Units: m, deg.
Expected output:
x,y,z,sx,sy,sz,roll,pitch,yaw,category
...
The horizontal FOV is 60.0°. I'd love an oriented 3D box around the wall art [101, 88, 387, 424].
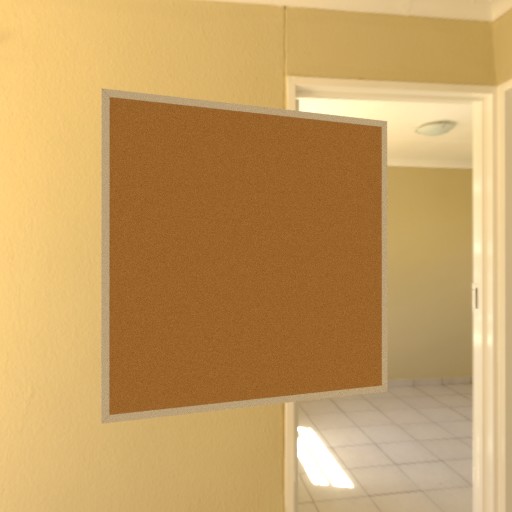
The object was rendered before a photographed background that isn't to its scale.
x,y,z,sx,sy,sz,roll,pitch,yaw,category
0.000,0.000,0.462,0.304,0.304,0.024,0,0,-19,wall art
